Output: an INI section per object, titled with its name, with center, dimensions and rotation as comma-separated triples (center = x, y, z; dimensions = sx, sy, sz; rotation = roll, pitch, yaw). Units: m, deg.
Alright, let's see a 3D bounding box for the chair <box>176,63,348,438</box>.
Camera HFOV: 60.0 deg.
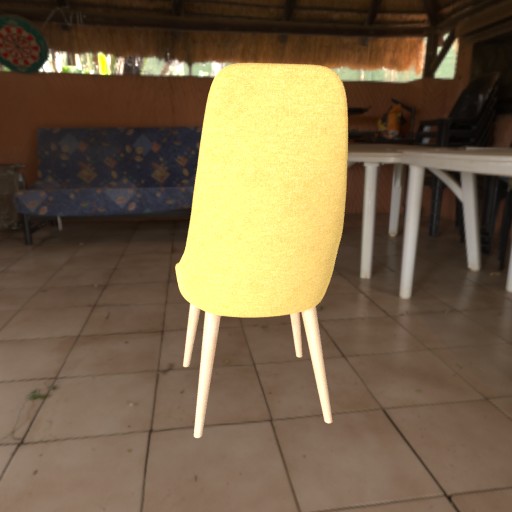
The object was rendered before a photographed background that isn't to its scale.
[chair]
center = 0.000, 0.000, 1.408
dimensions = 0.510, 1.040, 0.660
rotation = -3, 15, -10
